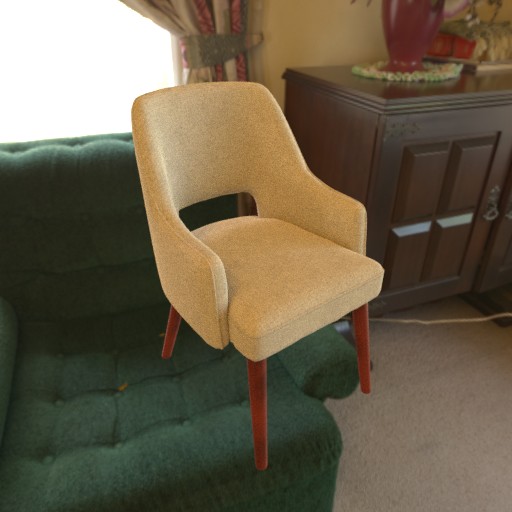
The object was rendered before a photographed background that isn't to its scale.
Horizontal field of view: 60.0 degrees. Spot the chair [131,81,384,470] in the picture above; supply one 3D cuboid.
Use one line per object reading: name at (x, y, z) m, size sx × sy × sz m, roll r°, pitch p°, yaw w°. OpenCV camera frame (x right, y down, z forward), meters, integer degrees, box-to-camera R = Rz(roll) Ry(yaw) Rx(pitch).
chair at (0.000, 0.000, 1.251) m, size 0.548 × 0.849 × 0.605 m, roll -21°, pitch 36°, yaw -33°
